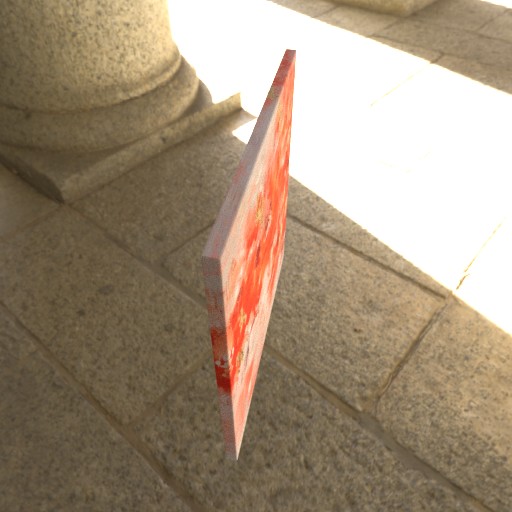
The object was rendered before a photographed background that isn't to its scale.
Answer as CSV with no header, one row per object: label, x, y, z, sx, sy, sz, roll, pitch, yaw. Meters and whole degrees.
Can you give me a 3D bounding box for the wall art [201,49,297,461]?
wall art,0.000,0.000,1.325,0.066,0.878,0.878,8,46,8
